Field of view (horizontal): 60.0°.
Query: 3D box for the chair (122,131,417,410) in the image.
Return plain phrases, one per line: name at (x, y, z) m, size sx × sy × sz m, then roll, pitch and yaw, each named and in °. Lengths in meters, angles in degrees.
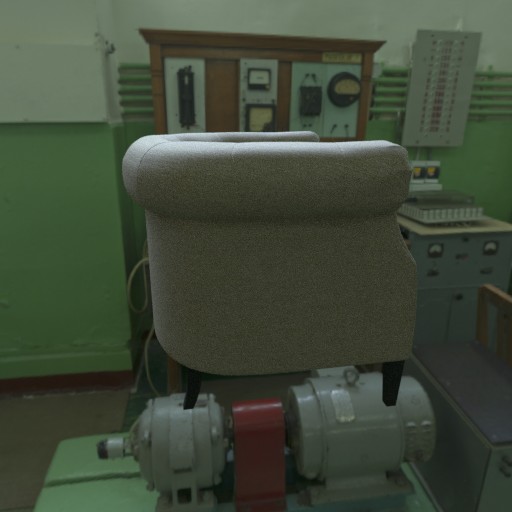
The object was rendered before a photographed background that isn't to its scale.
chair at (0.000, 0.000, 1.564) m, size 0.852 × 0.827 × 0.905 m, roll -3°, pitch 18°, yaw -10°
